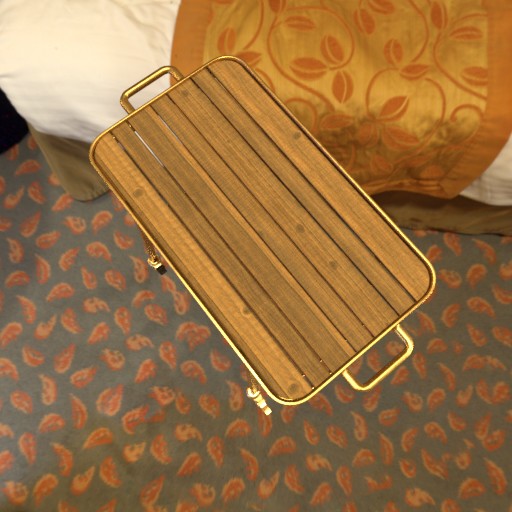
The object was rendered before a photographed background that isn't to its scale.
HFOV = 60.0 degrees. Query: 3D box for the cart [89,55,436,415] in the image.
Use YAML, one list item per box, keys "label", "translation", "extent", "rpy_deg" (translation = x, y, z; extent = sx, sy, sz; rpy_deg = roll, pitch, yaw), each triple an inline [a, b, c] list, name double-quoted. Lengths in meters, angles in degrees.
- label: "cart"
  translation: [0.000, 0.000, 1.236]
  extent: [0.524, 0.700, 0.806]
  rpy_deg: [-38, 78, -9]
